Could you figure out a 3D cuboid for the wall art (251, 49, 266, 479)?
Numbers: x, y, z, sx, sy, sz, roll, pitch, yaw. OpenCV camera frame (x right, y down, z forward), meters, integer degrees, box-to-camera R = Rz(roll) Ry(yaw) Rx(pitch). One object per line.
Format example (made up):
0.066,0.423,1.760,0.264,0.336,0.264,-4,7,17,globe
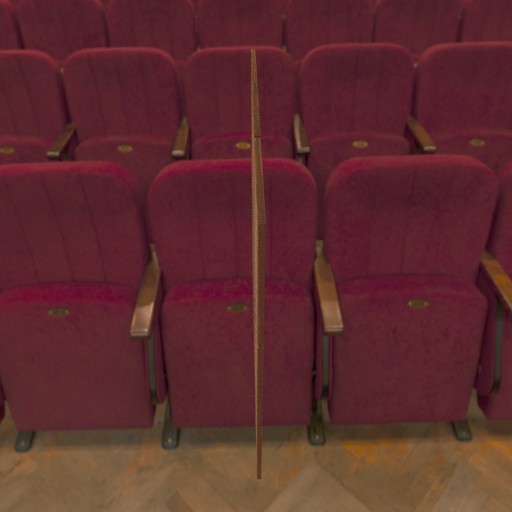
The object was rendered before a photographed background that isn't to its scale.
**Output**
0.000,0.000,1.330,0.013,0.914,0.915,-1,41,-1,wall art
